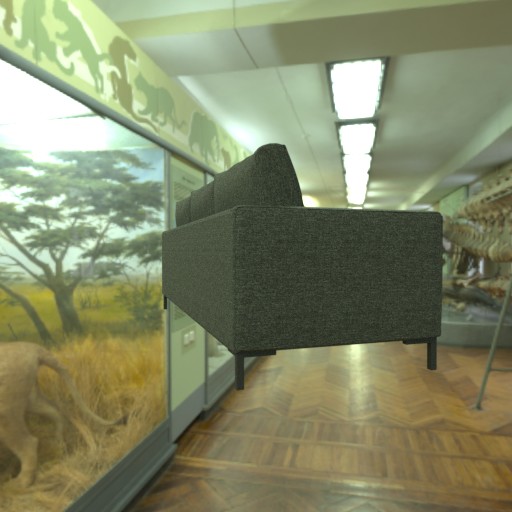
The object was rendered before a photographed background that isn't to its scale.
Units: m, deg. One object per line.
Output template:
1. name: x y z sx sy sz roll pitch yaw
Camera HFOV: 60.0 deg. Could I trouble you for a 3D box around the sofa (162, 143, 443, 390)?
1. sofa: 0.000 0.000 2.661 0.876 0.879 2.253 0 1 -18
